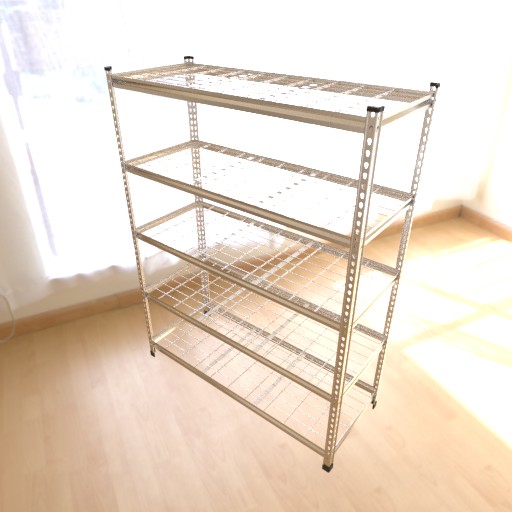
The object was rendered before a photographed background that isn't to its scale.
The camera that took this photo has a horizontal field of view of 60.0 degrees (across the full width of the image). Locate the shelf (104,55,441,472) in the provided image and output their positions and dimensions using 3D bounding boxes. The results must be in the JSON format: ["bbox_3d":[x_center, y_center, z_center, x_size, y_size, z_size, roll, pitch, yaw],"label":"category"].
[{"bbox_3d":[0.000,0.000,2.582,1.524,1.981,0.610,22,37,32],"label":"shelf"}]
